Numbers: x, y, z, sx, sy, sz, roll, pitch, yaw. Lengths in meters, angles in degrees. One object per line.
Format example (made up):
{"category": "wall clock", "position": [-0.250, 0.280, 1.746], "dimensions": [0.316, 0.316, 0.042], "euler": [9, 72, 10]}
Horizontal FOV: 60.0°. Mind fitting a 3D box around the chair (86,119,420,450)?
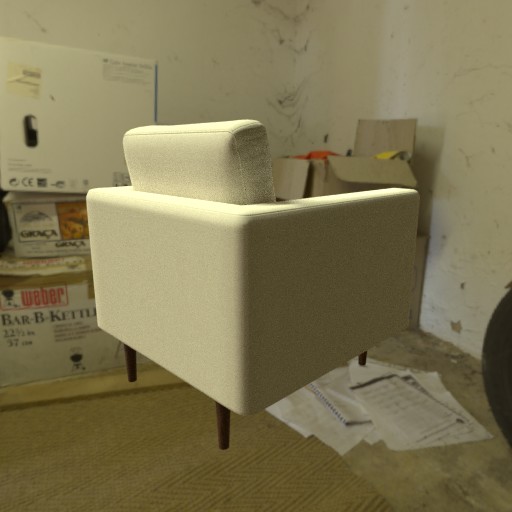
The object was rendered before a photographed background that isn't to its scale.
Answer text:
{"category": "chair", "position": [0.000, 0.000, 1.597], "dimensions": [0.879, 0.899, 0.831], "euler": [-13, 19, -43]}
